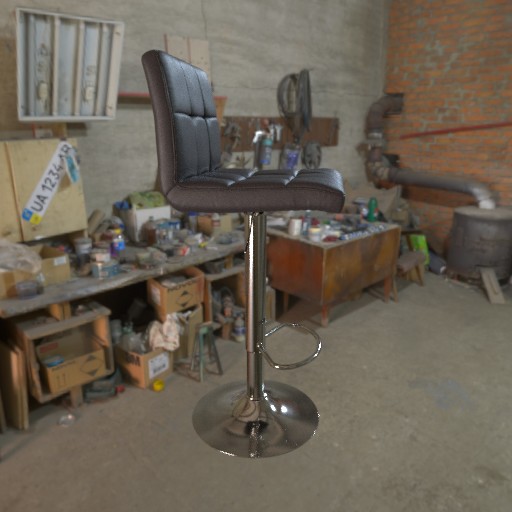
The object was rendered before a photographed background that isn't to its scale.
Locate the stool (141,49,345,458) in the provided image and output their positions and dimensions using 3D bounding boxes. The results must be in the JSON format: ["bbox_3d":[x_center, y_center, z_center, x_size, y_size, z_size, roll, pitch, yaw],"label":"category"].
[{"bbox_3d":[0.000,0.000,1.346,0.505,1.115,0.430,3,16,9],"label":"stool"}]
